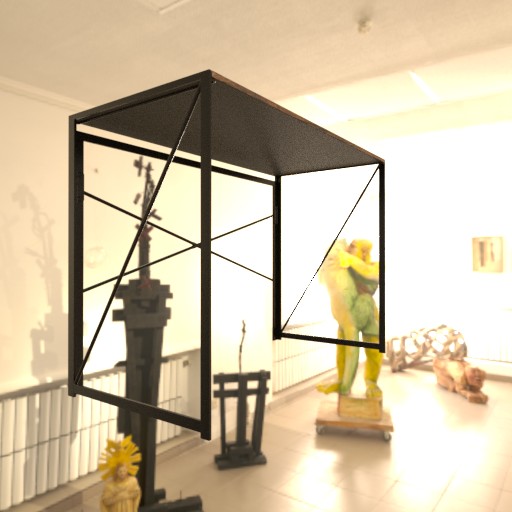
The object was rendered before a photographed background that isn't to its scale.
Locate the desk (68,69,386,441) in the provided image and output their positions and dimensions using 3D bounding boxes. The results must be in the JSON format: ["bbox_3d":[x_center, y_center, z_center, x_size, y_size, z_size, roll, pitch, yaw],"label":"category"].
[{"bbox_3d":[0.000,0.000,1.448,0.505,0.747,1.015,0,0,36],"label":"desk"}]
